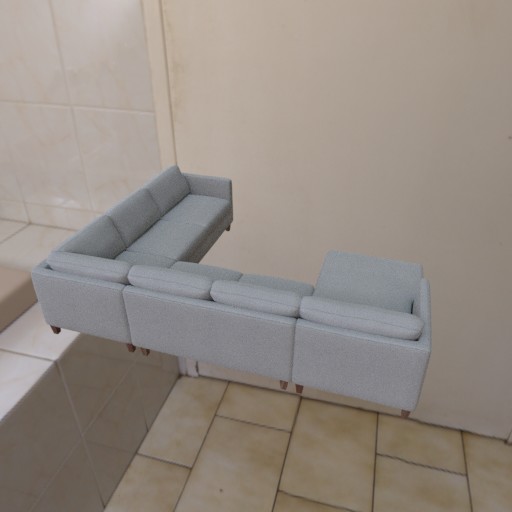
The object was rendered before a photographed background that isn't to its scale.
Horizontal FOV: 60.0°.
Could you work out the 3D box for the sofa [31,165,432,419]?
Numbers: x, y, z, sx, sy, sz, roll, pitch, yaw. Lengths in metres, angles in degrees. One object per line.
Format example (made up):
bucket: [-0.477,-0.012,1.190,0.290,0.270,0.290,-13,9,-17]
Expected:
sofa: [0.000,0.000,4.460,3.238,0.853,2.551,9,32,15]
